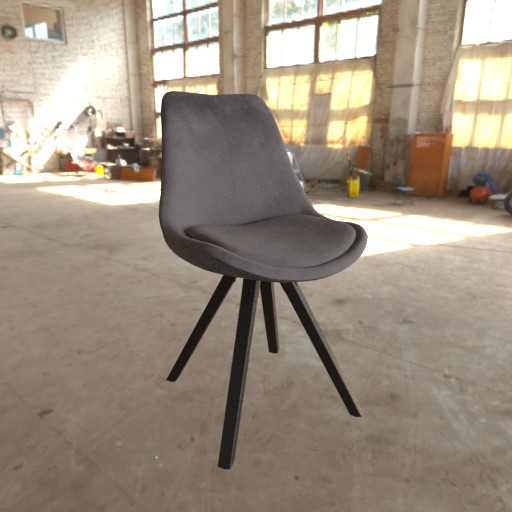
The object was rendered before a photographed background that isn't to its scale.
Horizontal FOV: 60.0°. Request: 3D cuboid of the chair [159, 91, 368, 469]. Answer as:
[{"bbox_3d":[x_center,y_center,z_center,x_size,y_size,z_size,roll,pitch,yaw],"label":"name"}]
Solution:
[{"bbox_3d":[0.000,0.000,1.178,0.476,0.850,0.550,-9,18,-28],"label":"chair"}]
